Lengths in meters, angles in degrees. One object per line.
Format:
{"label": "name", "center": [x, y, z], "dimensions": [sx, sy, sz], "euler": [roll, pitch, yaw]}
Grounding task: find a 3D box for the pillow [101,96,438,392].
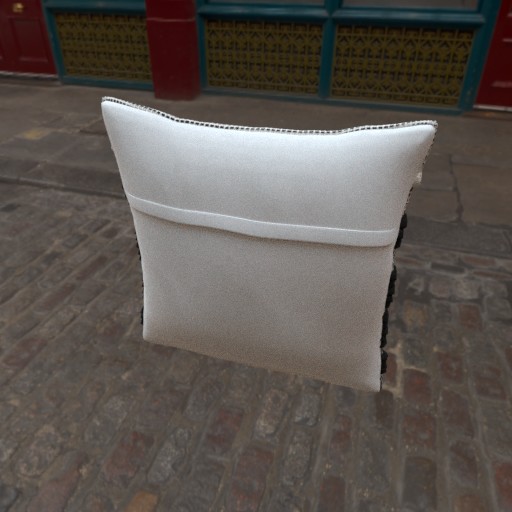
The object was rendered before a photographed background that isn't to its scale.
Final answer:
{"label": "pillow", "center": [0.000, 0.000, 0.666], "dimensions": [0.436, 0.438, 0.156], "euler": [9, 33, 14]}
